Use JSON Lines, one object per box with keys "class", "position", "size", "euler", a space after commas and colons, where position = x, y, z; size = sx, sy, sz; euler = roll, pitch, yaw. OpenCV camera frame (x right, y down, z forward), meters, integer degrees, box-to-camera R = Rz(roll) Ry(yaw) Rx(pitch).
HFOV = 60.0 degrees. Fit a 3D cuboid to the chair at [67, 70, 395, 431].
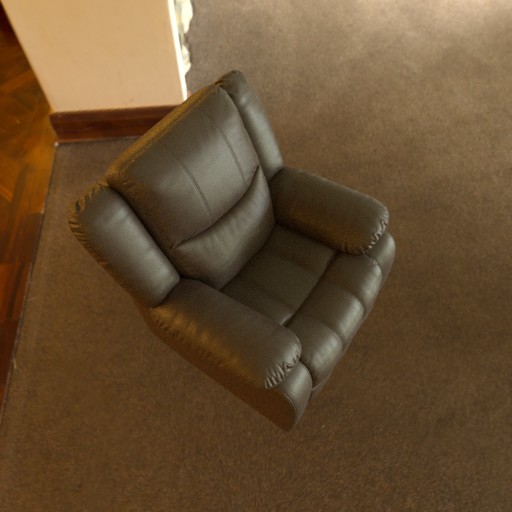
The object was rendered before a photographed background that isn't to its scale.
{"class": "chair", "position": [0.000, 0.000, 1.735], "size": [0.934, 1.009, 0.899], "euler": [31, 63, 18]}
